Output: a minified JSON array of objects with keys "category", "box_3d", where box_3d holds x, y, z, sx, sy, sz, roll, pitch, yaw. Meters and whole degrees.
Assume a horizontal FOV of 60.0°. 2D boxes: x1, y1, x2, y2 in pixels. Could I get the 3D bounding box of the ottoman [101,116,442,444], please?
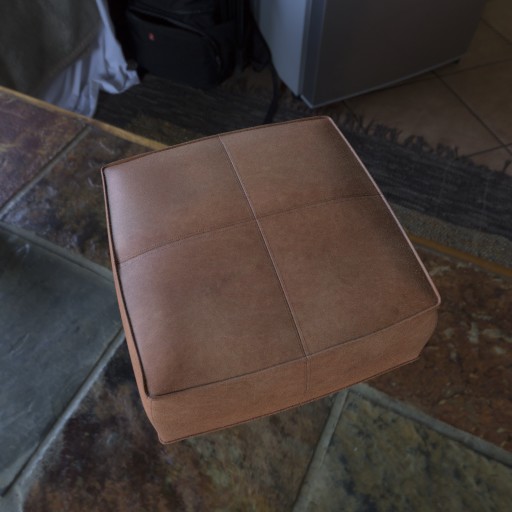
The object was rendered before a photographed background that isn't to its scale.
[{"category":"ottoman","box_3d":[0.000,0.000,1.431,0.902,0.395,0.901,-15,59,-9]}]
